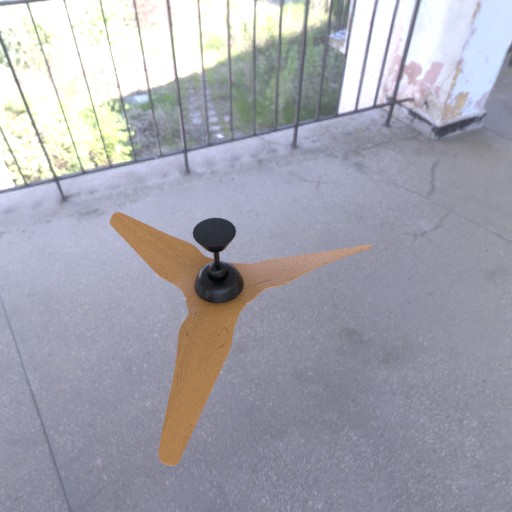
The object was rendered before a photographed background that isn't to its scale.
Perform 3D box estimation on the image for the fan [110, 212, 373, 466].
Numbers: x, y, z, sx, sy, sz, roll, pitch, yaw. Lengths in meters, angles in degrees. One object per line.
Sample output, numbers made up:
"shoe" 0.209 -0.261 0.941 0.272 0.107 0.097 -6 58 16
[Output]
"fan" 0.000 0.000 1.647 1.010 0.355 1.142 -16 47 -15
